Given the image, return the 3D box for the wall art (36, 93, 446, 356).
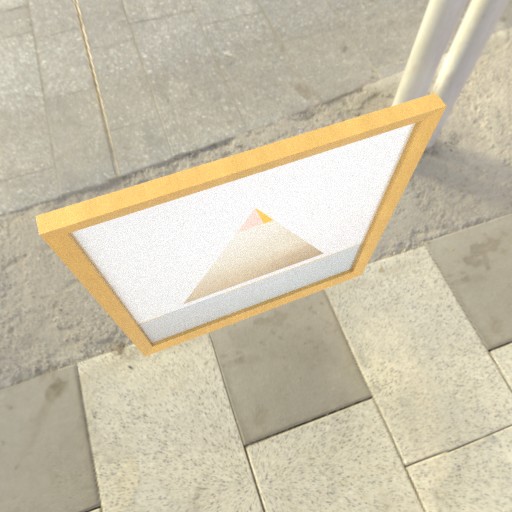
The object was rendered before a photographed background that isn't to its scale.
[{"bbox_3d":[0.000,0.000,2.849,1.935,1.936,0.097,-19,64,-10],"label":"wall art"}]
